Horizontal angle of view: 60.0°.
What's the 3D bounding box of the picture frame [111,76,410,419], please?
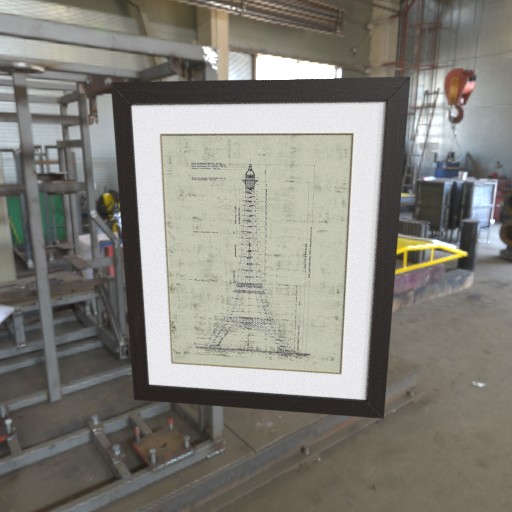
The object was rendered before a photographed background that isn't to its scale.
[{"bbox_3d":[0.000,0.000,0.752,0.452,0.555,0.044,2,14,7],"label":"picture frame"}]
